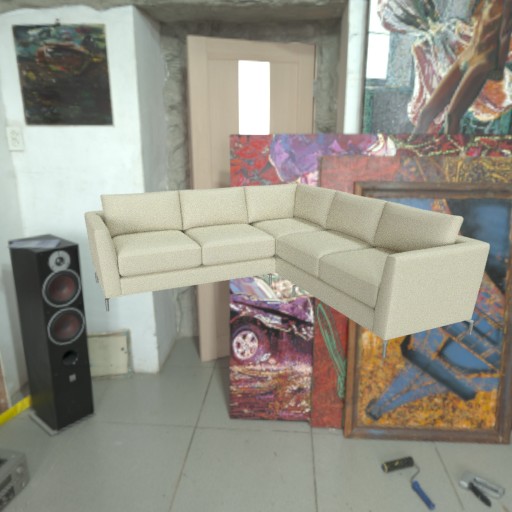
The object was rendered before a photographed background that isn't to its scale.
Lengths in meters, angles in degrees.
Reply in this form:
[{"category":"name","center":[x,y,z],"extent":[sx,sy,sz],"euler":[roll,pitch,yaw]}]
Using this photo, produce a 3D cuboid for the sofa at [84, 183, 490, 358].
[{"category":"sofa","center":[0.000,0.000,3.655],"extent":[2.430,0.867,2.448],"euler":[-7,18,-24]}]
